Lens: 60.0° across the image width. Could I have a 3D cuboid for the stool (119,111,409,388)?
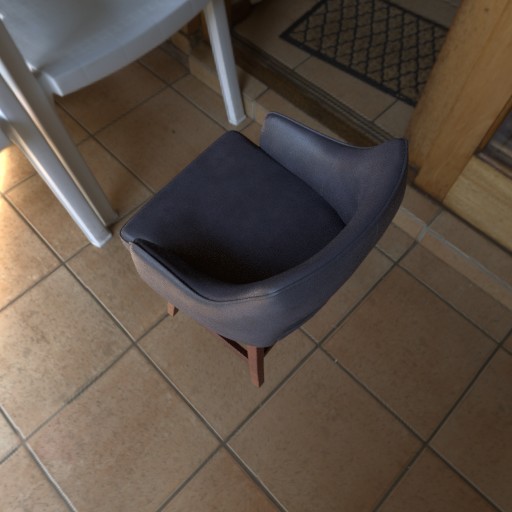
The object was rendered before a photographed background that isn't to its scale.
[{"bbox_3d":[0.000,0.000,1.254,0.560,0.936,0.550,36,69,17],"label":"stool"}]
